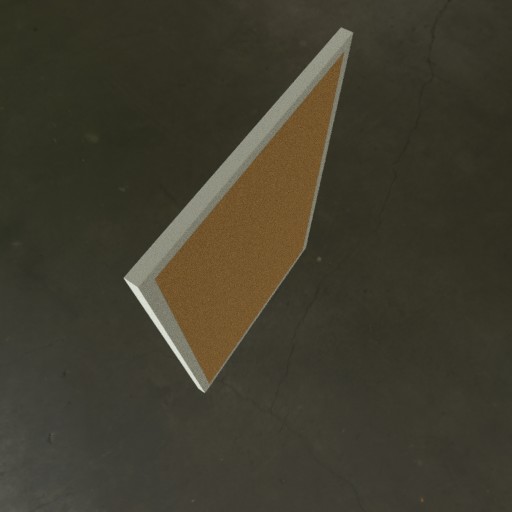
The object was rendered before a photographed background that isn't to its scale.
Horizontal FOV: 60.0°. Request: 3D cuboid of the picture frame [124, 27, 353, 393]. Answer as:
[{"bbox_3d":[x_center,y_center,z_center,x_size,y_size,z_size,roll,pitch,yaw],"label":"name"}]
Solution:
[{"bbox_3d":[0.000,0.000,0.550,0.013,0.434,0.305,31,68,14],"label":"picture frame"}]
